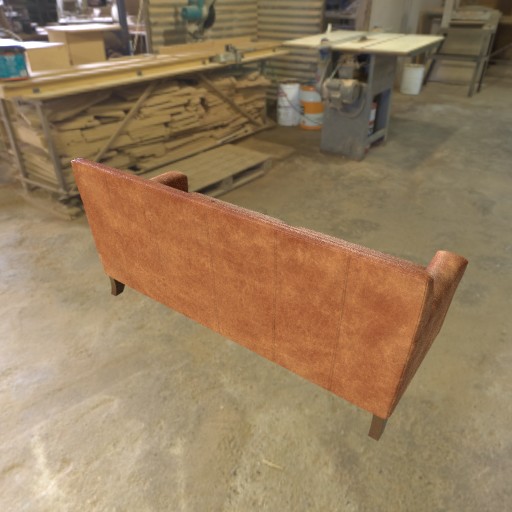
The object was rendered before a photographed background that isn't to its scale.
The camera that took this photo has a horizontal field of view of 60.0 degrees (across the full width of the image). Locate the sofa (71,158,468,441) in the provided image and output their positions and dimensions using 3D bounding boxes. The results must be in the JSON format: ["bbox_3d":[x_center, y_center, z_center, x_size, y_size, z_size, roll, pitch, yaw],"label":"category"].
[{"bbox_3d":[0.000,0.000,2.514,2.053,0.947,0.805,21,37,30],"label":"sofa"}]
